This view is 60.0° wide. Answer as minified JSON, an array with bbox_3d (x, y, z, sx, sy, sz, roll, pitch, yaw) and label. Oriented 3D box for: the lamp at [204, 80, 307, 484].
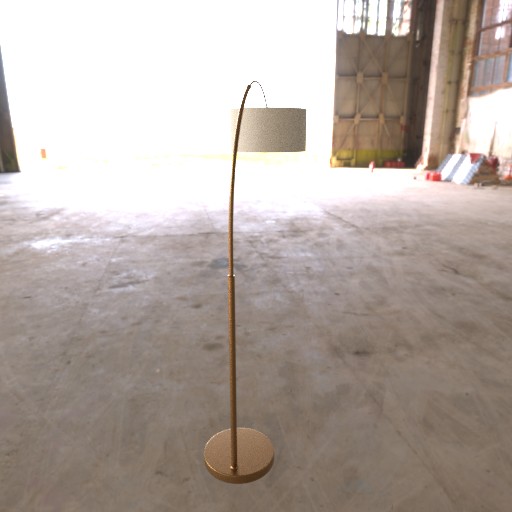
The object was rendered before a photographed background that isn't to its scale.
[{"bbox_3d":[0.000,0.000,2.597,0.493,1.927,1.434,3,16,9],"label":"lamp"}]
